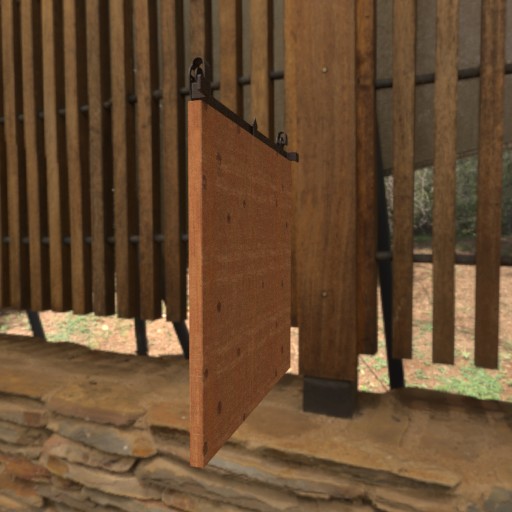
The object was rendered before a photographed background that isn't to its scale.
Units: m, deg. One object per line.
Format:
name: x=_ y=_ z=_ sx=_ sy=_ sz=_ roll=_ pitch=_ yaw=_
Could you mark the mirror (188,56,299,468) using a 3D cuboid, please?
mirror: x=0.000 y=0.000 z=1.200 sx=0.054 sy=0.800 sz=0.805 roll=1 pitch=2 yaw=18
